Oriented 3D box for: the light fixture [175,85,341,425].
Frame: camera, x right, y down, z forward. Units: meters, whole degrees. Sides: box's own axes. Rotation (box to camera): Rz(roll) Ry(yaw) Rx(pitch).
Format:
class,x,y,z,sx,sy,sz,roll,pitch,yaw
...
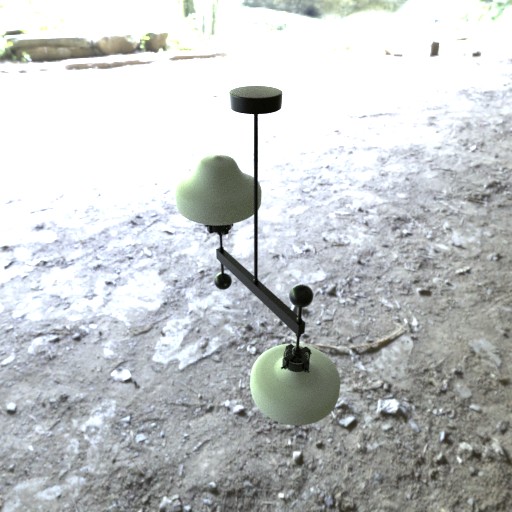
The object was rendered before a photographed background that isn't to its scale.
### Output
class,x,y,z,sx,sy,sz,roll,pitch,yaw
light fixture,0.000,0.000,1.040,0.489,0.743,0.422,11,35,16
